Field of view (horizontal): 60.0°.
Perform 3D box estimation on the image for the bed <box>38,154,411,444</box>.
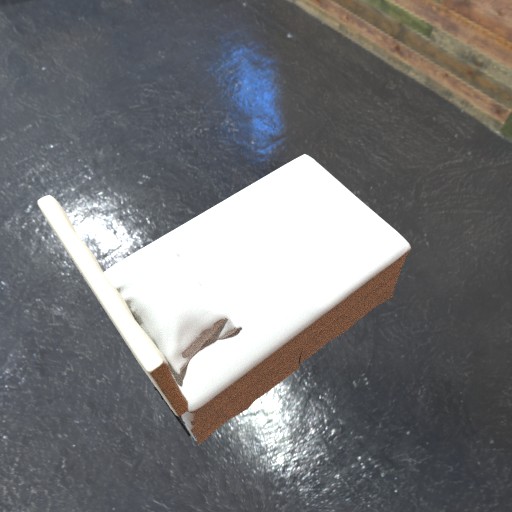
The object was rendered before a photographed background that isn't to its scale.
[{"bbox_3d":[0.000,0.000,2.999,1.997,1.571,1.261,-33,64,-19],"label":"bed"}]
